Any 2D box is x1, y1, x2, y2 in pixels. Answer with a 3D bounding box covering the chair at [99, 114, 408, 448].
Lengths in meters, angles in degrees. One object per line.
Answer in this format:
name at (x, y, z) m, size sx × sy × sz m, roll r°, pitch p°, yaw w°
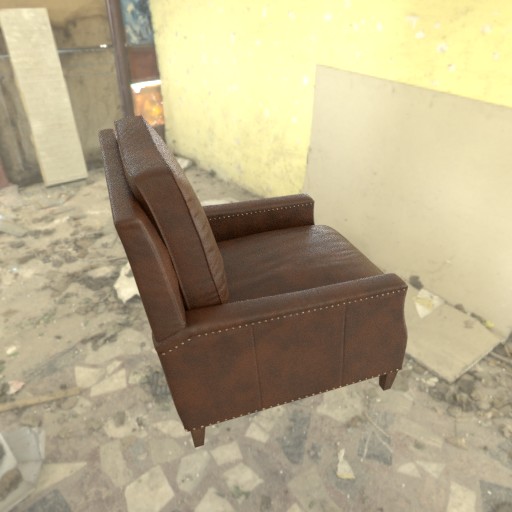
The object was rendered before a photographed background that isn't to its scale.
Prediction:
chair at (0.000, 0.000, 1.798) m, size 1.035 × 1.054 × 0.854 m, roll -10°, pitch 33°, yaw -16°
